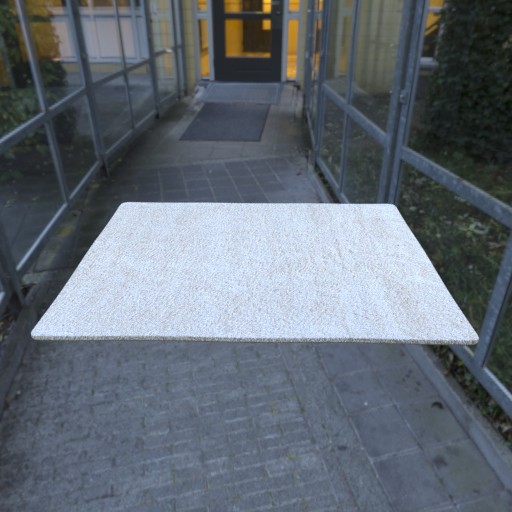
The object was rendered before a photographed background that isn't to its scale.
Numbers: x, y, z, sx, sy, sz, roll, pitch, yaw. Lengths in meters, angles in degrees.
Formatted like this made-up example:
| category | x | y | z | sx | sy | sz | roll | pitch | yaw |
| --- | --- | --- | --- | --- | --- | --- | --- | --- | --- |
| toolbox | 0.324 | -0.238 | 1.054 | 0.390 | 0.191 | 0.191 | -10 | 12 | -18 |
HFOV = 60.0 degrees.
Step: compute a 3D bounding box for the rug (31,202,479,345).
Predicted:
| category | x | y | z | sx | sy | sz | roll | pitch | yaw |
| --- | --- | --- | --- | --- | --- | --- | --- | --- | --- |
| rug | 0.000 | 0.000 | 2.090 | 1.600 | 0.027 | 1.200 | 0 | 30 | 1 |
